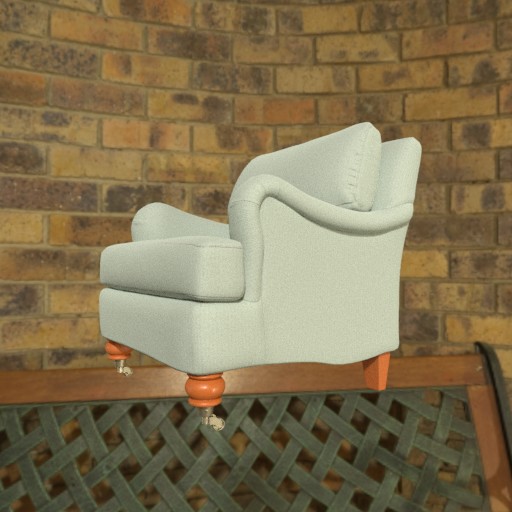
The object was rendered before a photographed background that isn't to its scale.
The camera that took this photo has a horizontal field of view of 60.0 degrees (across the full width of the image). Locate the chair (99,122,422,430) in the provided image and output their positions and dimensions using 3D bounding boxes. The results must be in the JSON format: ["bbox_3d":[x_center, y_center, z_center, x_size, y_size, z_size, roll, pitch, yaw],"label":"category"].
[{"bbox_3d":[0.000,0.000,1.853,1.070,1.038,0.955,0,-1,-36],"label":"chair"}]
